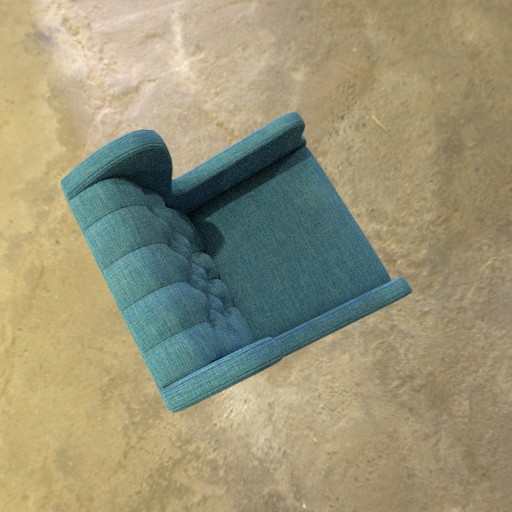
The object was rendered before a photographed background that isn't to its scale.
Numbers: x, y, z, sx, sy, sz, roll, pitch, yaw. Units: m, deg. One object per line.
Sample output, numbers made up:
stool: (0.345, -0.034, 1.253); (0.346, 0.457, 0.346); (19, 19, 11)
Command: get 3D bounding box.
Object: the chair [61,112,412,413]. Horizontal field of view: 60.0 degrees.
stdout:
chair: (0.000, 0.000, 1.485); (0.775, 0.952, 0.711); (-28, 78, -6)
